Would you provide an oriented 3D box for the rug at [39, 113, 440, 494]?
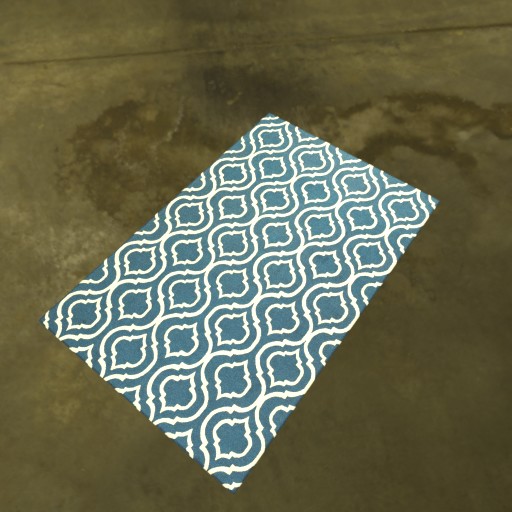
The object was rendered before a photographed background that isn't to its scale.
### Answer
[{"bbox_3d":[0.000,0.000,2.193,1.143,0.010,1.753,33,64,19],"label":"rug"}]
